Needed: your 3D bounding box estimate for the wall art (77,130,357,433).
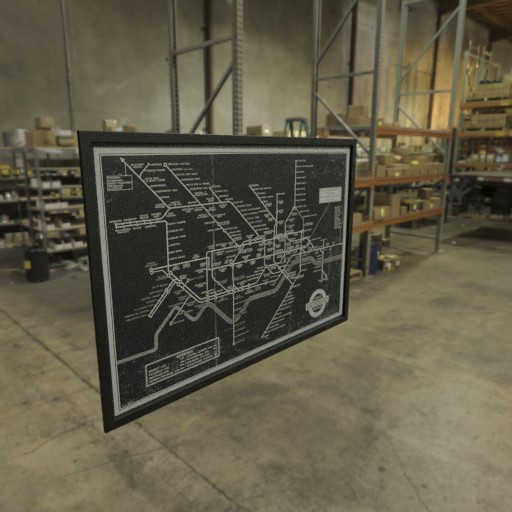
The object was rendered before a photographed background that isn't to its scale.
[{"bbox_3d":[0.000,0.000,1.548,0.013,0.811,1.192,13,19,43],"label":"wall art"}]
